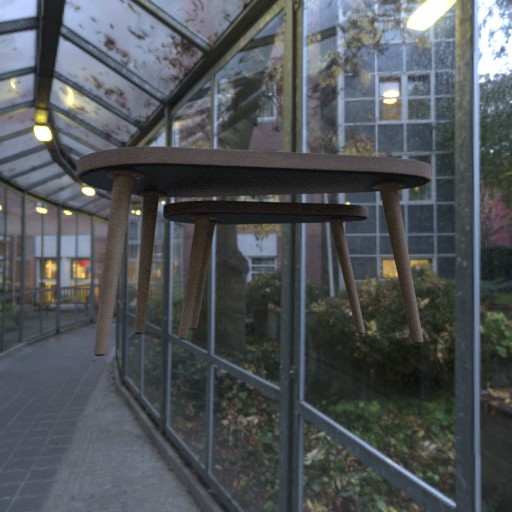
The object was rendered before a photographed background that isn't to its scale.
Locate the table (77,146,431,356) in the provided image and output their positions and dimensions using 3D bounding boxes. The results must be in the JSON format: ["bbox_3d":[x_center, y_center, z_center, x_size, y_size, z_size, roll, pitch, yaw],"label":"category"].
[{"bbox_3d":[0.000,0.000,1.587,1.190,0.595,0.701,0,-2,0],"label":"table"}]
